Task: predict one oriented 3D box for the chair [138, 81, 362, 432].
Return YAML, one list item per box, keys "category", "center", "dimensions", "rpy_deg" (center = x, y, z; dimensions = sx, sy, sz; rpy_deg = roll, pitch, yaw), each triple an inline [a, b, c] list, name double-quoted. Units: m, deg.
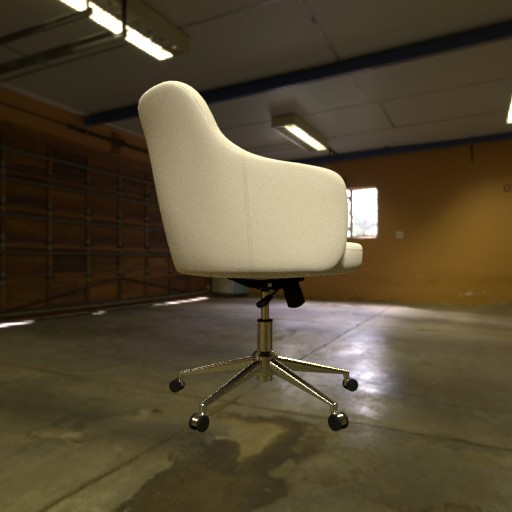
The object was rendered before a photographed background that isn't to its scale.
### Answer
- category: "chair"
  center: [0.000, 0.000, 1.259]
  dimensions: [0.647, 0.819, 0.602]
  rpy_deg: [0, 0, -18]
